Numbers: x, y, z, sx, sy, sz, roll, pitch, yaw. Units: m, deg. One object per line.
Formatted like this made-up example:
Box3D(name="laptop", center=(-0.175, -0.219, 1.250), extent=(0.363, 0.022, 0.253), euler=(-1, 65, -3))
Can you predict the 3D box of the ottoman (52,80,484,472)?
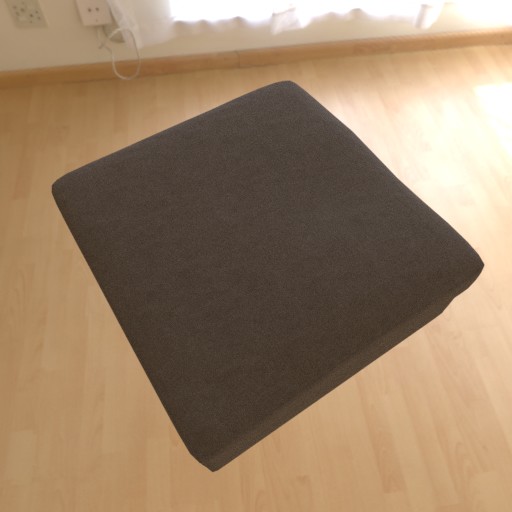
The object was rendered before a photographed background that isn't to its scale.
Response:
Box3D(name="ottoman", center=(0.000, 0.000, 1.342), extent=(0.861, 0.482, 0.881), euler=(-29, 63, -17))
